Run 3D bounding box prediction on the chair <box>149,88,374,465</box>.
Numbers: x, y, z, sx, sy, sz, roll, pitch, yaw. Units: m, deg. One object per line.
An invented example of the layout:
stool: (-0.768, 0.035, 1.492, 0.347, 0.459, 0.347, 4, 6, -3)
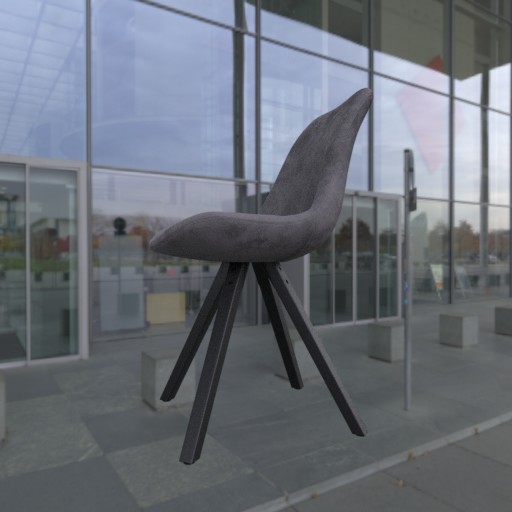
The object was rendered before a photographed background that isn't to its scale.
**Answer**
chair: (0.000, 0.000, 1.170, 0.550, 0.850, 0.485, 0, 1, -18)
